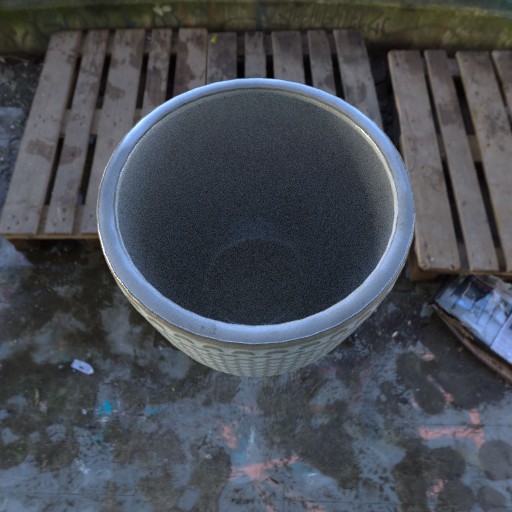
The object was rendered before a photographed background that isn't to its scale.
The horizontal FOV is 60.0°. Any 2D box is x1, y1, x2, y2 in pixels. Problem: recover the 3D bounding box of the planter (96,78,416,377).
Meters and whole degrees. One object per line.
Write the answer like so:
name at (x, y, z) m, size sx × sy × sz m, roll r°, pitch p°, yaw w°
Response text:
planter at (0.000, 0.000, 0.309) m, size 0.173 × 0.160 × 0.173 m, roll 0°, pitch 64°, yaw 0°
